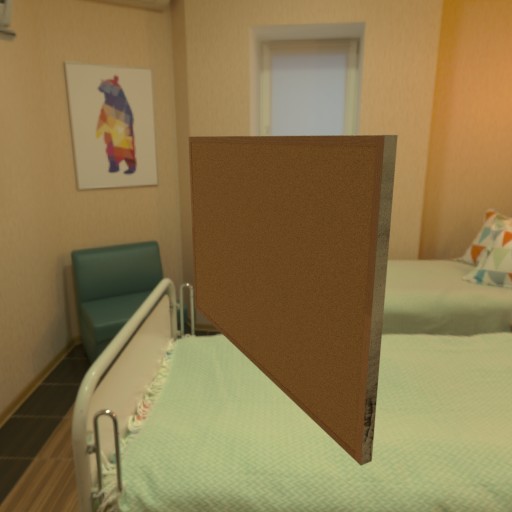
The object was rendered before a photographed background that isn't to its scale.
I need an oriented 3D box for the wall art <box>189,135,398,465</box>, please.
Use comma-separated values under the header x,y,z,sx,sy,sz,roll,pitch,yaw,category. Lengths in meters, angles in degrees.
x,y,z,sx,sy,sz,roll,pitch,yaw,category
0.000,0.000,1.451,0.035,0.758,1.141,-8,17,-27,wall art
